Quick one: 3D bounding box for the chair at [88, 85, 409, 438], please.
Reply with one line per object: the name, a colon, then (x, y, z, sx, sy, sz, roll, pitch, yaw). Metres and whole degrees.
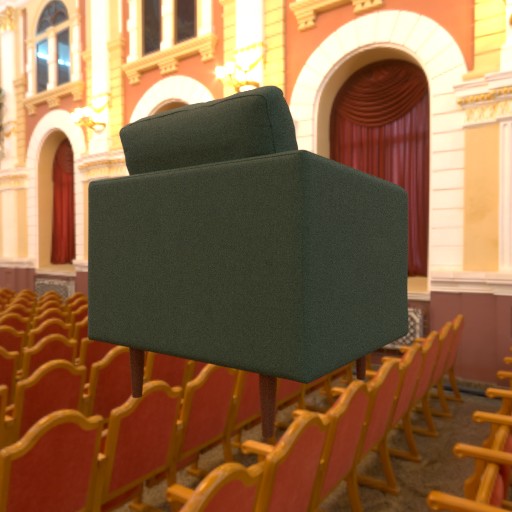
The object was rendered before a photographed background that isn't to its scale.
chair: (0.000, 0.000, 1.559, 0.855, 0.927, 0.800, 1, 1, 36)
